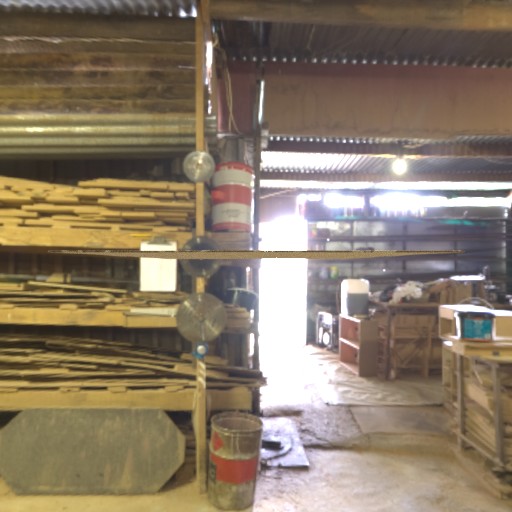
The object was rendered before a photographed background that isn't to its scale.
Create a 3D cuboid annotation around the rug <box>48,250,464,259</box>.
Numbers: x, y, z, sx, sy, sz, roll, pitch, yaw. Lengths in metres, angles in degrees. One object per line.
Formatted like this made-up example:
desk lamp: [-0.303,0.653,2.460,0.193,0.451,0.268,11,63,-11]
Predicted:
rug: [0.000,0.000,4.292,2.441,0.020,3.419,0,-1,0]
